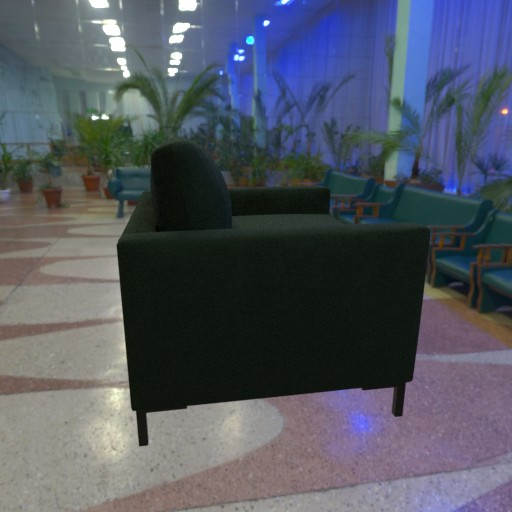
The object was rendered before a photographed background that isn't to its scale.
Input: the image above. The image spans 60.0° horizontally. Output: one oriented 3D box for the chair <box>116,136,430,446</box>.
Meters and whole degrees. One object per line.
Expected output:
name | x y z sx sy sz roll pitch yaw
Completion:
chair | 0.000 0.000 1.649 0.866 0.861 0.963 -3 16 -9
